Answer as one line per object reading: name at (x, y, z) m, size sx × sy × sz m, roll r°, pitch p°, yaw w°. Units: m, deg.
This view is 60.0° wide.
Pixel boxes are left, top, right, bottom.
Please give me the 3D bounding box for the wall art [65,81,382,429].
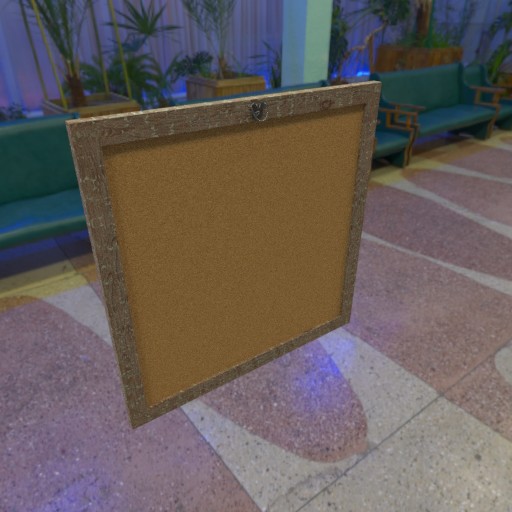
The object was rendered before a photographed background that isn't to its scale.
wall art at (0.000, 0.000, 0.558) m, size 0.380 × 0.380 × 0.022 m, roll -19°, pitch 35°, yaw -29°
